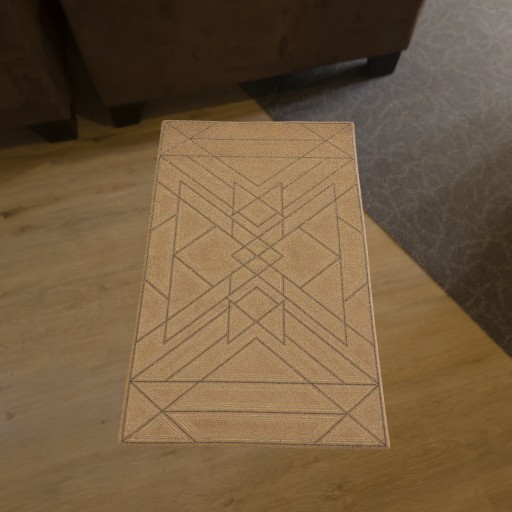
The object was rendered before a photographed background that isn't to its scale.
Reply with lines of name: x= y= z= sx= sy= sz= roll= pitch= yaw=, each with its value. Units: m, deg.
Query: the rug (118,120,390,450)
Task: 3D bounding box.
rug: x=0.000 y=0.000 z=3.090 sx=1.575 sy=0.023 sz=2.459 roll=1 pitch=64 yaw=0
